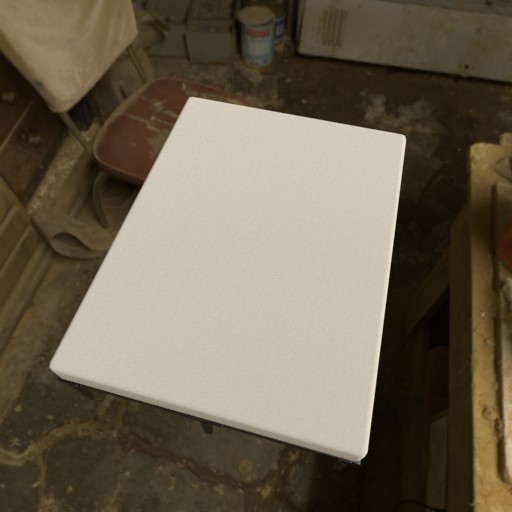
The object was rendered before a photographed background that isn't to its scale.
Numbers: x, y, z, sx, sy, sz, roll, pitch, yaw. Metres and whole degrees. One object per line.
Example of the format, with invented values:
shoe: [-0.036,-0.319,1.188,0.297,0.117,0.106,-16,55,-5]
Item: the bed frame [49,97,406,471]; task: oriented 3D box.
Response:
bed frame: [0.000,0.000,3.517,1.990,0.680,2.635,13,59,8]
